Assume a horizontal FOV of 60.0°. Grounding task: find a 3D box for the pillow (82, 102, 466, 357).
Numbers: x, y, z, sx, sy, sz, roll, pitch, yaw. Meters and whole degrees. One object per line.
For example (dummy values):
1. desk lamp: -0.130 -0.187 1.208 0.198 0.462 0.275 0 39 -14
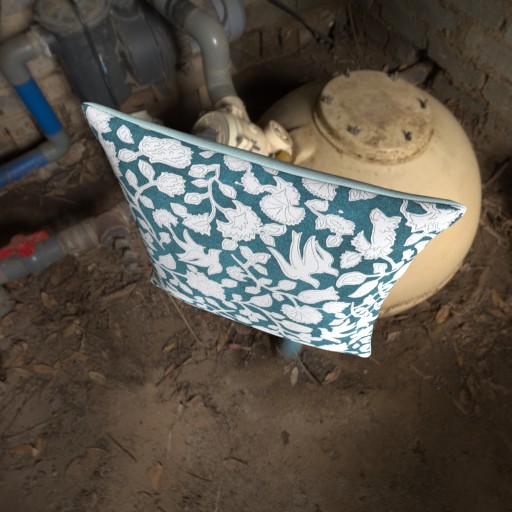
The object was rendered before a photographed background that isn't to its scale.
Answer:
1. pillow: 0.000 0.000 0.781 0.525 0.508 0.166 18 61 11
